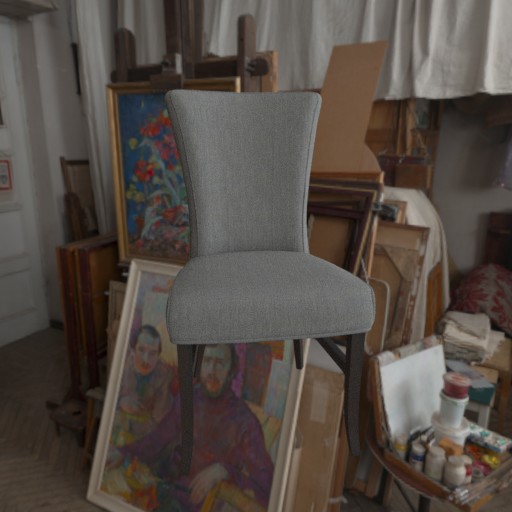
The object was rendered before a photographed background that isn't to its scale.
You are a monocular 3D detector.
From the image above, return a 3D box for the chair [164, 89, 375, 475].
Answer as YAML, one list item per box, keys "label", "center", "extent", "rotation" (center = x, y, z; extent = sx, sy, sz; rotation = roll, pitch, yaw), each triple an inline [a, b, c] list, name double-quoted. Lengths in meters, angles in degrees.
- label: "chair"
  center: [0.000, 0.000, 1.346]
  extent: [0.520, 0.991, 0.660]
  rotation: [-2, 15, -8]
